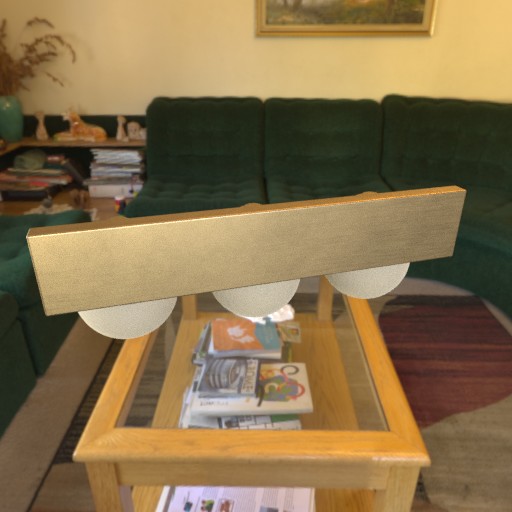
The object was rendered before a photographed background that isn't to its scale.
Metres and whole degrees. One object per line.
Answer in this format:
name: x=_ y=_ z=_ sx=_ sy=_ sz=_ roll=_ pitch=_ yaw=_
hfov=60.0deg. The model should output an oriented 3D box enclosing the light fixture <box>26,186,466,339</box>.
light fixture: x=0.000 y=0.000 z=0.849 sx=0.721 sy=0.263 sz=0.218 roll=-7 pitch=27 yaw=-15
